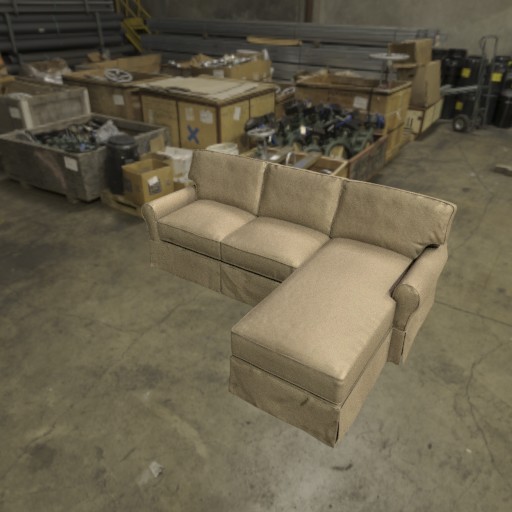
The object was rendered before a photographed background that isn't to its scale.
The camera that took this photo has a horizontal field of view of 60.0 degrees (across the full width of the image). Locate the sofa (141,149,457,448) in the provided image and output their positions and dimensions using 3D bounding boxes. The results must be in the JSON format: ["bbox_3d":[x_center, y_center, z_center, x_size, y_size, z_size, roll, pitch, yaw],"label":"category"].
[{"bbox_3d":[0.000,0.000,3.393,2.475,0.978,1.733,19,35,29],"label":"sofa"}]
